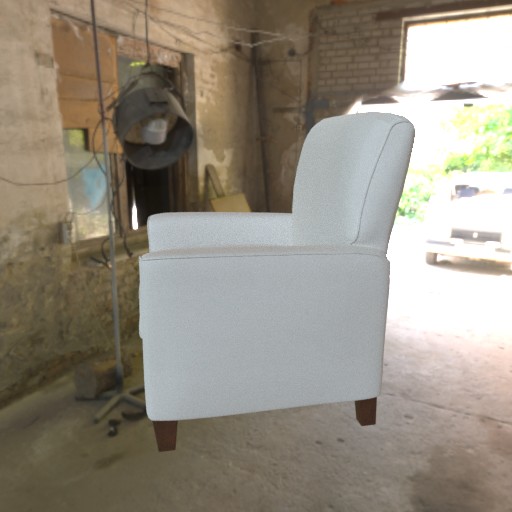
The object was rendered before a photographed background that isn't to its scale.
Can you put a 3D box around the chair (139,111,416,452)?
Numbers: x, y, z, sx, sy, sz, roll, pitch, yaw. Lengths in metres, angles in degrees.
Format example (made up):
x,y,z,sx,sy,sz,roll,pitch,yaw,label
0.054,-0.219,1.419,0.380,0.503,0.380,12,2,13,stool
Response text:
x,y,z,sx,sy,sz,roll,pitch,yaw,label
0.000,0.000,1.668,0.858,1.028,0.841,-3,14,-11,chair
